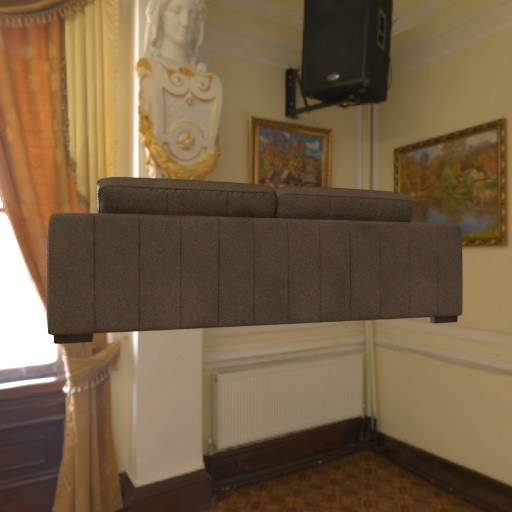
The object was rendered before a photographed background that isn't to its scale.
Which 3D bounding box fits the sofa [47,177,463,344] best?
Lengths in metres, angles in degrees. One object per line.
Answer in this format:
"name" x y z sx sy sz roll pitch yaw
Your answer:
"sofa" 0.000 0.000 2.777 2.262 0.801 1.070 0 0 -18
